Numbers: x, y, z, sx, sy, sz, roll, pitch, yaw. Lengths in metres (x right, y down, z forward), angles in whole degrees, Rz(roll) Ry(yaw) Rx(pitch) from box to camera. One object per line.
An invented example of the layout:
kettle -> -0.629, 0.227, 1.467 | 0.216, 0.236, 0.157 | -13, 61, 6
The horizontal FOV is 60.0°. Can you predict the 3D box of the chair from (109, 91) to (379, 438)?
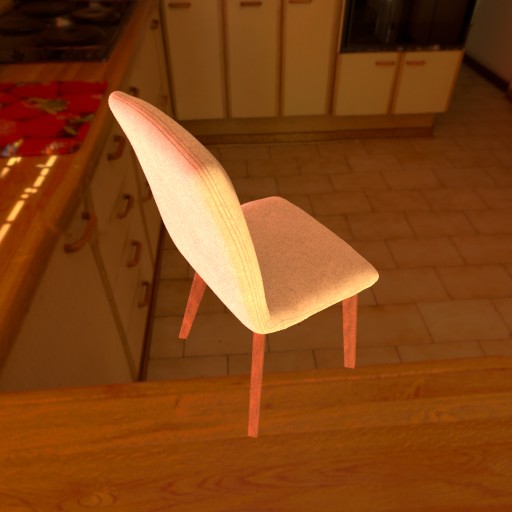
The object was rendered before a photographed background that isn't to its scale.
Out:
chair -> 0.000, 0.000, 1.314 | 0.563, 0.974, 0.522 | -24, 46, -25
